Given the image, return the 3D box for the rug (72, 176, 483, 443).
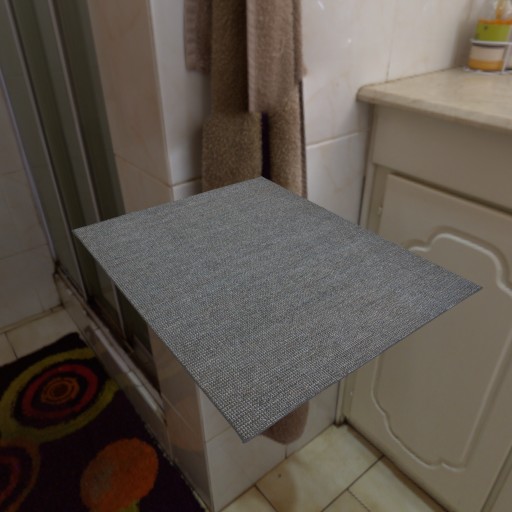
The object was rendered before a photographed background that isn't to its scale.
[{"bbox_3d":[0.000,0.000,4.119,2.456,0.021,3.068,-22,38,-30],"label":"rug"}]
